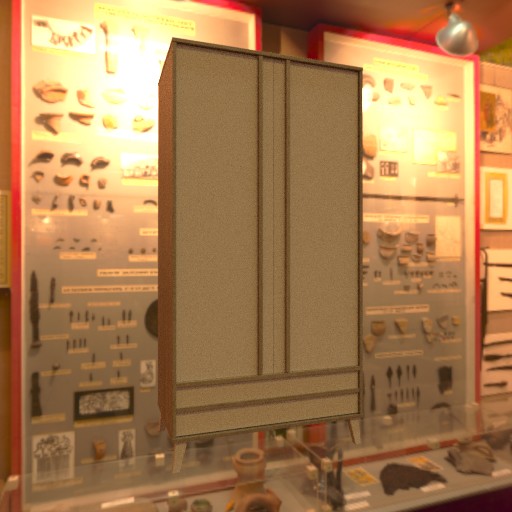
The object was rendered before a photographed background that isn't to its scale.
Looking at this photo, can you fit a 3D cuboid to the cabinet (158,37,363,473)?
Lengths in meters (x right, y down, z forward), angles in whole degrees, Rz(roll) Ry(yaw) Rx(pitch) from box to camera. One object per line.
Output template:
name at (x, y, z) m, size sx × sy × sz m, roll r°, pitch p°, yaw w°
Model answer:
cabinet at (0.000, 0.000, 2.456) m, size 1.006 × 1.999 × 0.571 m, roll 0°, pitch 0°, yaw -19°
